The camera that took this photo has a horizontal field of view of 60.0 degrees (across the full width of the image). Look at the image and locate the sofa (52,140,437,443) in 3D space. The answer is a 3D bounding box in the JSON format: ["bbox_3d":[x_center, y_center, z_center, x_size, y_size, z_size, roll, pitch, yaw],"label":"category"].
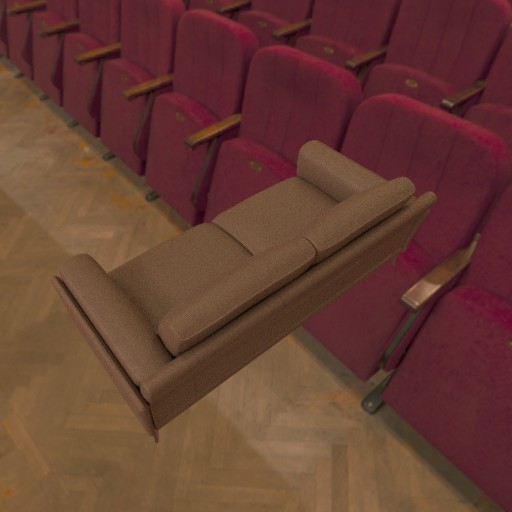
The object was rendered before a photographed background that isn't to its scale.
[{"bbox_3d":[0.000,0.000,2.704,2.101,0.930,1.049,-31,54,-26],"label":"sofa"}]
